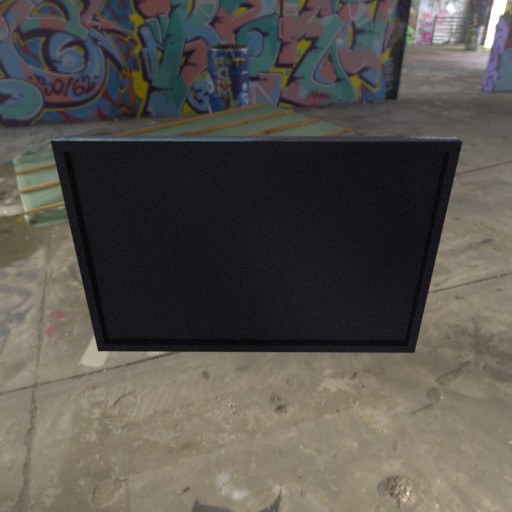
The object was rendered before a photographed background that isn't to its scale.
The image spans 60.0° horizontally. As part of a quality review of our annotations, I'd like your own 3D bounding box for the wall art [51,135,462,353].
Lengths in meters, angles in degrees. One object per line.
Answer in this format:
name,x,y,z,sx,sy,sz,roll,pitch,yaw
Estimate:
wall art,0.000,0.000,0.767,0.609,0.406,0.033,0,29,0
